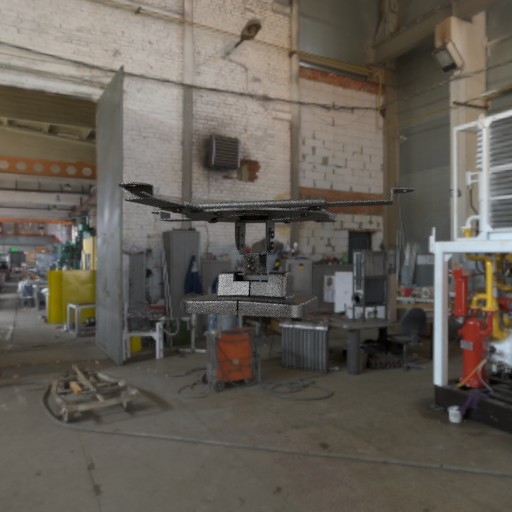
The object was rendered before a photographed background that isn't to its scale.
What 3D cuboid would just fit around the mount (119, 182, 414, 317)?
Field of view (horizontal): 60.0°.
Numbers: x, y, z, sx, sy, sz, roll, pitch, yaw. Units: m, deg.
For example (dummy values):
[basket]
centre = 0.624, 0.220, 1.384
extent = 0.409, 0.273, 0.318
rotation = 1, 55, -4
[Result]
[mount]
centre = 0.000, 0.000, 0.593
extent = 0.394, 0.141, 0.394
rotation = 0, 0, 17
